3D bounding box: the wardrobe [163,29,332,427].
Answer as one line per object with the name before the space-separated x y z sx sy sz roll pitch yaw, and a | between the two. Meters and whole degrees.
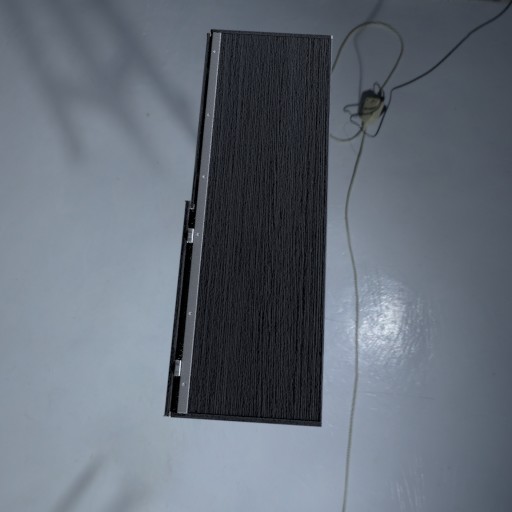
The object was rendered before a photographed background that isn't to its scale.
wardrobe | 0.000 0.000 2.892 0.629 1.960 1.780 3 77 1
